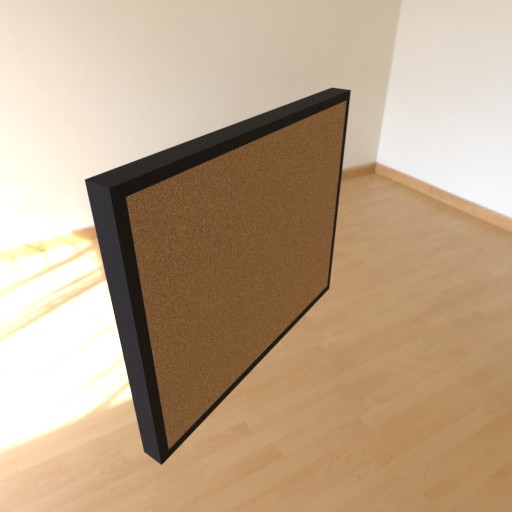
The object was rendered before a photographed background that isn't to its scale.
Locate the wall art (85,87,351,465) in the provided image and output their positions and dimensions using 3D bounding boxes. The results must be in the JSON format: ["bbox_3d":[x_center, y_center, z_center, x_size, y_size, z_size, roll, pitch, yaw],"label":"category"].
[{"bbox_3d":[0.000,0.000,0.541,0.028,0.325,0.397,20,37,29],"label":"wall art"}]
